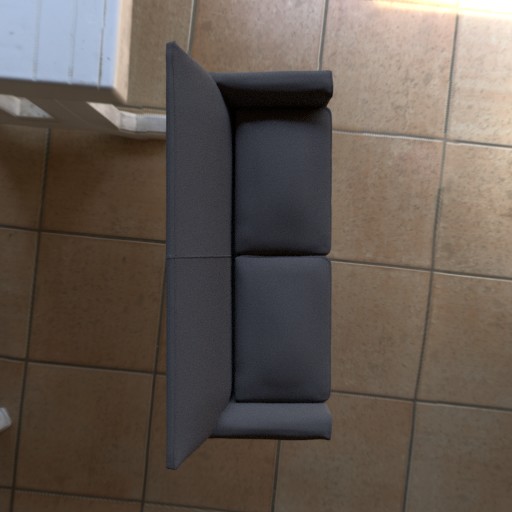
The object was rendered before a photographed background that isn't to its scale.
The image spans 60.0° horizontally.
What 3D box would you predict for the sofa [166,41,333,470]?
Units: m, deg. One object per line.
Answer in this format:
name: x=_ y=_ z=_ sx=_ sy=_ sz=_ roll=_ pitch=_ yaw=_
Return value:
sofa: x=0.000 y=0.000 z=2.498 sx=0.843 sy=0.907 sz=2.002 roll=0 pitch=91 yaw=0
